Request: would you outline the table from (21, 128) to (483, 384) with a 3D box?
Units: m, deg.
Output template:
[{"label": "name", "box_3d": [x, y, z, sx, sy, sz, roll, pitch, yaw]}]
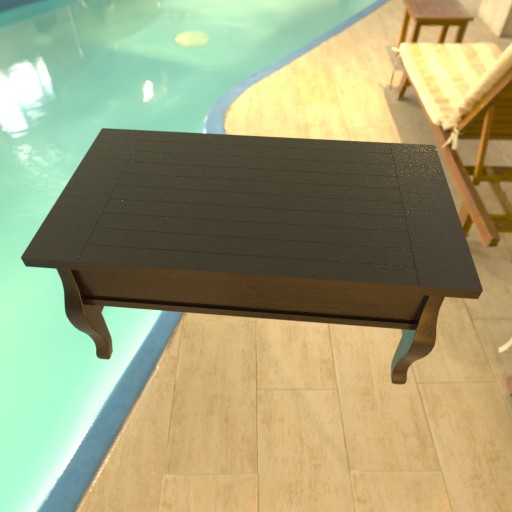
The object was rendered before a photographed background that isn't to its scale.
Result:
[{"label": "table", "box_3d": [0.000, 0.000, 1.391, 1.062, 0.494, 0.600, 4, 47, 4]}]
